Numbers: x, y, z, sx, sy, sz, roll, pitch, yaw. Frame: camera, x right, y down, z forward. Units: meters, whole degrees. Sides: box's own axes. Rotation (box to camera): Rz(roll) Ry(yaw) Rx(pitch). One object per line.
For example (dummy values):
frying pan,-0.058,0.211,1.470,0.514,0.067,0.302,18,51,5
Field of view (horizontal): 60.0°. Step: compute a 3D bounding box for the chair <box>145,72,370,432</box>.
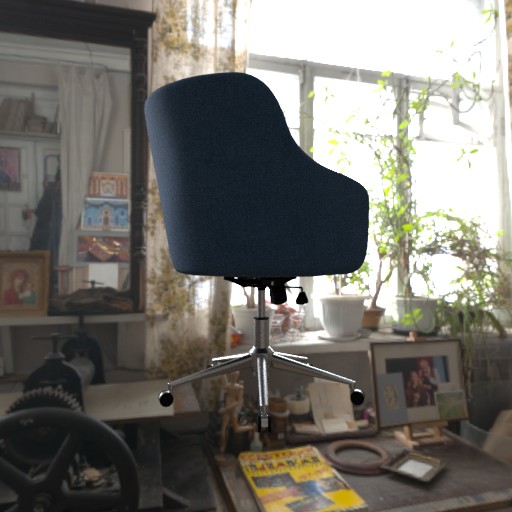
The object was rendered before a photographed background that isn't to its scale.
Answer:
chair,0.000,0.000,1.291,0.599,0.820,0.655,0,-1,36
